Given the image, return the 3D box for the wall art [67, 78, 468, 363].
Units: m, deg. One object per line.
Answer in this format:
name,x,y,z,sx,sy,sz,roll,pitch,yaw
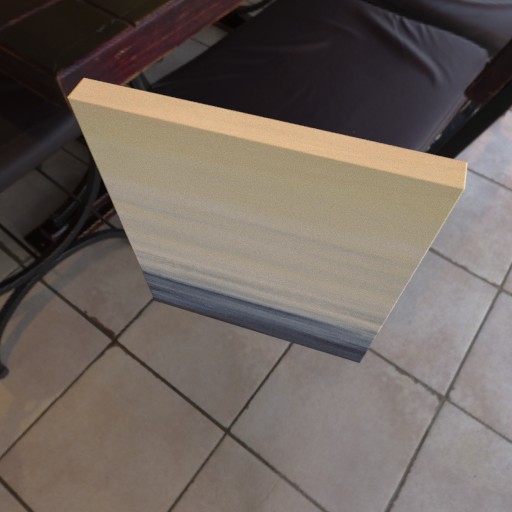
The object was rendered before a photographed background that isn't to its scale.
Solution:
wall art,0.000,0.000,0.688,0.435,0.511,0.037,15,59,9
